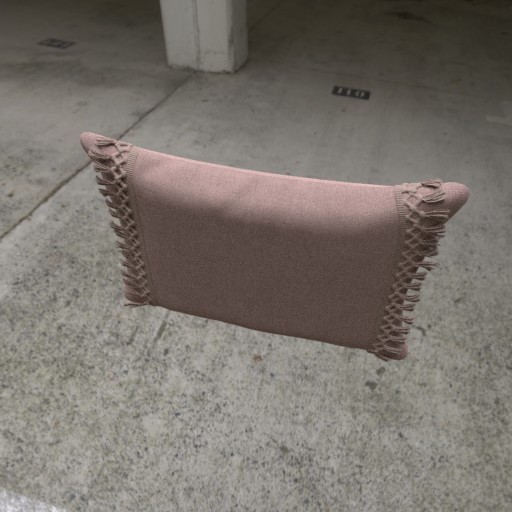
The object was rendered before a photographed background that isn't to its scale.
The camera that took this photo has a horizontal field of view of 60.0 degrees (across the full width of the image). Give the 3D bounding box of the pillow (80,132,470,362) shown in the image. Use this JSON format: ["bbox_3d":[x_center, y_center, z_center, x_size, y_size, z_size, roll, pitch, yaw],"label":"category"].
[{"bbox_3d":[0.000,0.000,0.606,0.466,0.305,0.084,11,42,12],"label":"pillow"}]
